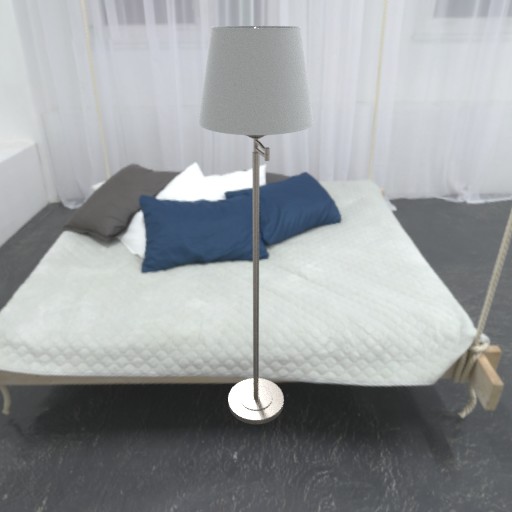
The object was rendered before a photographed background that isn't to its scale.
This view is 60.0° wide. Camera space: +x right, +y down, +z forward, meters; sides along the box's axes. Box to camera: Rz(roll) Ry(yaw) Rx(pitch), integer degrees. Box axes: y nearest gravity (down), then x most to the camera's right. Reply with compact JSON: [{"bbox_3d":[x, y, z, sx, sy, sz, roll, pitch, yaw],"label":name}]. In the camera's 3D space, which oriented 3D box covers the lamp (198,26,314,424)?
[{"bbox_3d":[0.000,0.000,1.604,0.355,1.473,0.355,0,29,0],"label":"lamp"}]
